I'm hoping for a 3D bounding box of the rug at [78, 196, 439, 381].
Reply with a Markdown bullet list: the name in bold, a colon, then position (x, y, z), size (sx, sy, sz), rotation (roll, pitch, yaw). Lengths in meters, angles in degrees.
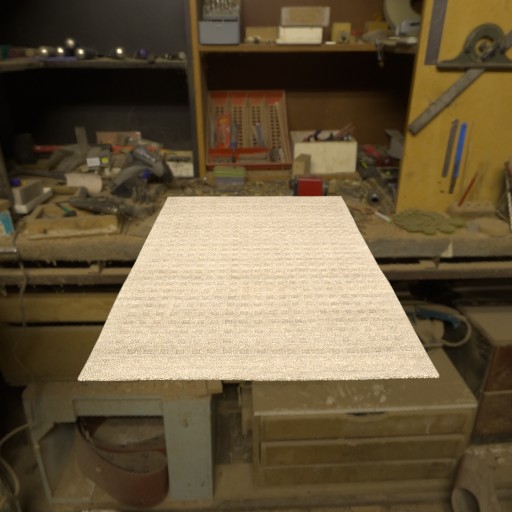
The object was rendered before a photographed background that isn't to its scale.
- **rug**: position (0.000, 0.000, 2.885), size (1.532, 0.018, 2.297), rotation (0, 27, -1)
